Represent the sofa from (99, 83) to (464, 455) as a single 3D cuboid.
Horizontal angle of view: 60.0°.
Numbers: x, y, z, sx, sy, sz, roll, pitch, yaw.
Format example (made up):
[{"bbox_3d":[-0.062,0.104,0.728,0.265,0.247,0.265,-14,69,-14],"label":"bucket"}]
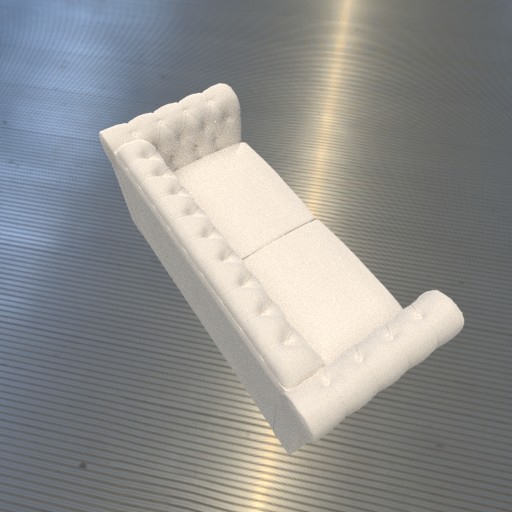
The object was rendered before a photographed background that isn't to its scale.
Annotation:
[{"bbox_3d":[0.000,0.000,2.266,0.771,0.796,1.798,-29,61,-18],"label":"sofa"}]
